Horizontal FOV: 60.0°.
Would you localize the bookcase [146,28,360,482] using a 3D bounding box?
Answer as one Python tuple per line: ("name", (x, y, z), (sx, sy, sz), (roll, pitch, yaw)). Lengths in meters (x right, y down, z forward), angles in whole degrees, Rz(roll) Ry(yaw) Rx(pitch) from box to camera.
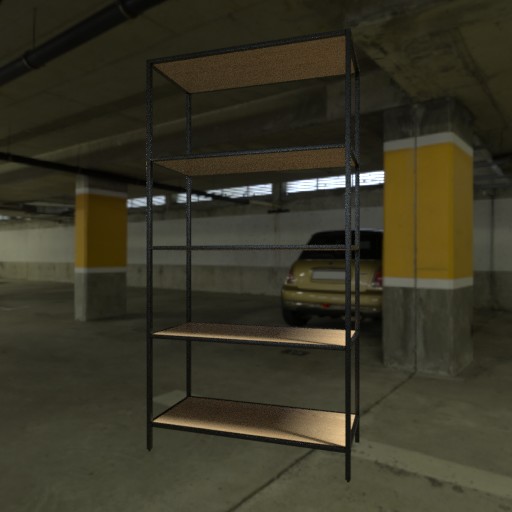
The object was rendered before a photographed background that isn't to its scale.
("bookcase", (0.000, 0.000, 1.744), (0.770, 1.500, 0.350), (0, 0, 18))
